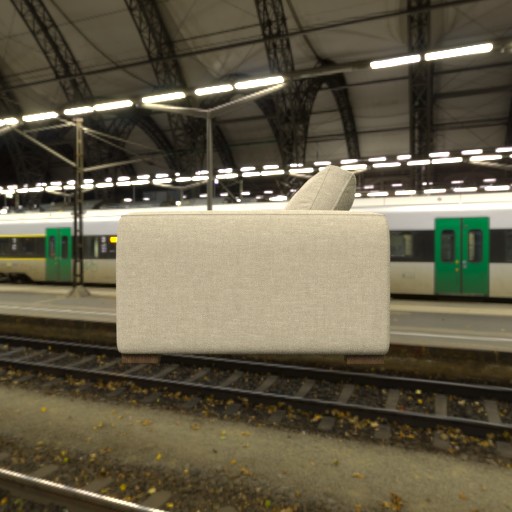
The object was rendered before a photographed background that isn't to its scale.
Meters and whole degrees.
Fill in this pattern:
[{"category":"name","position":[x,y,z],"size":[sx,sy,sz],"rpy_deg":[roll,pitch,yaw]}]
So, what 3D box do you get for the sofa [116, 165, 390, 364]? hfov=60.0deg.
[{"category":"sofa","position":[0.000,0.000,2.783],"size":[1.070,0.801,2.262],"rpy_deg":[0,1,1]}]
